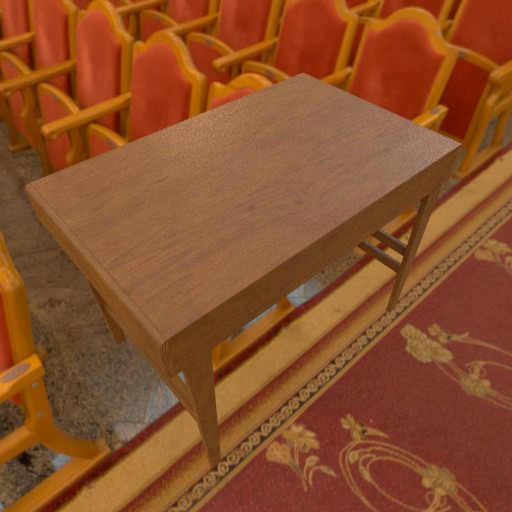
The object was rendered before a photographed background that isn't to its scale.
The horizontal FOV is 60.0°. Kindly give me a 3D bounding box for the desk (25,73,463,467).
[{"bbox_3d":[0.000,0.000,1.514,1.066,0.754,0.660,-32,54,-27],"label":"desk"}]
